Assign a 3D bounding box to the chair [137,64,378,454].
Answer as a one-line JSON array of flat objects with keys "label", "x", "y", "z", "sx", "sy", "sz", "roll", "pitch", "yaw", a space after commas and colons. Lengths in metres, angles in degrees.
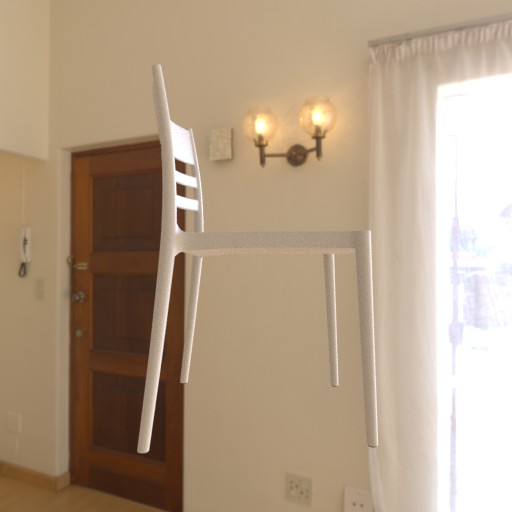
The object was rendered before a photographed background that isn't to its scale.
[{"label": "chair", "x": 0.000, "y": 0.000, "z": 1.156, "sx": 0.511, "sy": 0.800, "sz": 0.531, "roll": 0, "pitch": -1, "yaw": 0}]
